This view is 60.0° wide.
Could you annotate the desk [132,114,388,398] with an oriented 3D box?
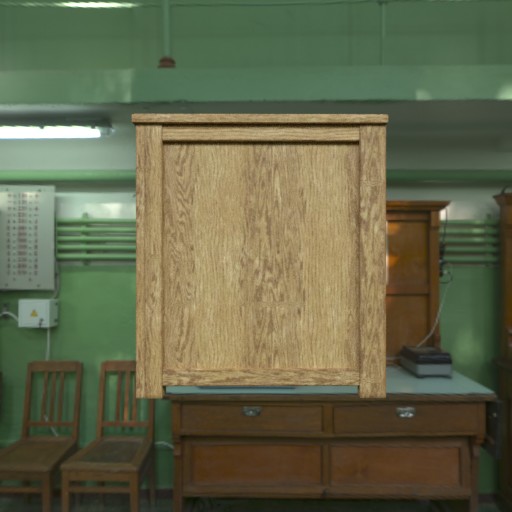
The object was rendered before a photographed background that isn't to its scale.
[{"bbox_3d":[0.000,0.000,1.947,0.685,0.751,1.567,0,0,0],"label":"desk"}]
